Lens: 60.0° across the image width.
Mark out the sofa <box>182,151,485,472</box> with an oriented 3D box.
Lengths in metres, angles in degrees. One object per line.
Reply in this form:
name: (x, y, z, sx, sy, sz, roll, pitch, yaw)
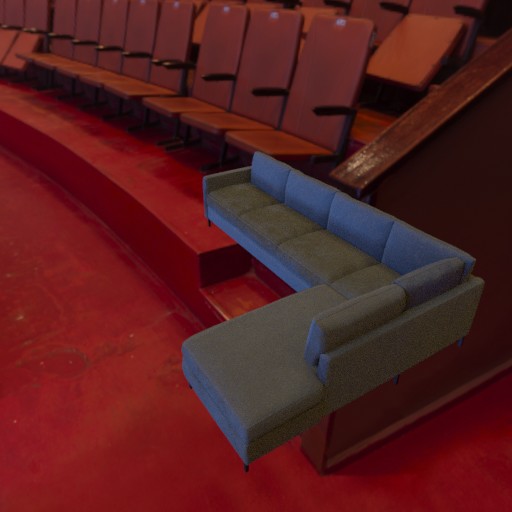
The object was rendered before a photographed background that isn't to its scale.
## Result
sofa: (0.000, 0.000, 3.203, 1.707, 0.687, 2.486, -18, 36, -27)
